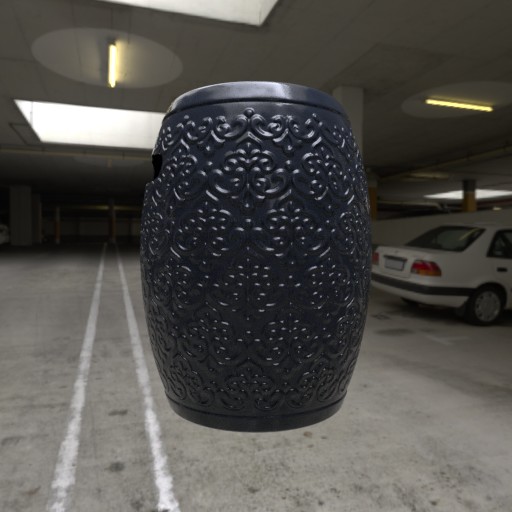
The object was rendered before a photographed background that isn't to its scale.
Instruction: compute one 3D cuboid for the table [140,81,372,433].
[{"bbox_3d":[0.000,0.000,0.610,0.309,0.397,0.309,0,1,0],"label":"table"}]
